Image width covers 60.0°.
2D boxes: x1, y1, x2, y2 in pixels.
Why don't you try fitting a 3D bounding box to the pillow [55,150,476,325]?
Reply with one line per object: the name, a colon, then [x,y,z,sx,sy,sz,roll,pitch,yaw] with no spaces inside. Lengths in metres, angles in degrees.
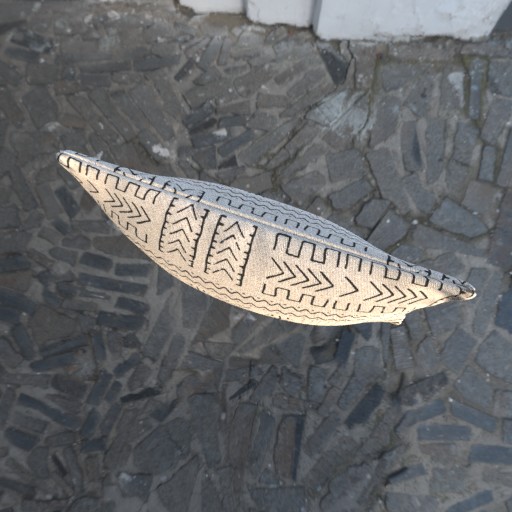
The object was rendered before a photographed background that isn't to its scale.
pillow: [0.000,0.000,0.785,0.637,0.352,0.188,19,76,5]
